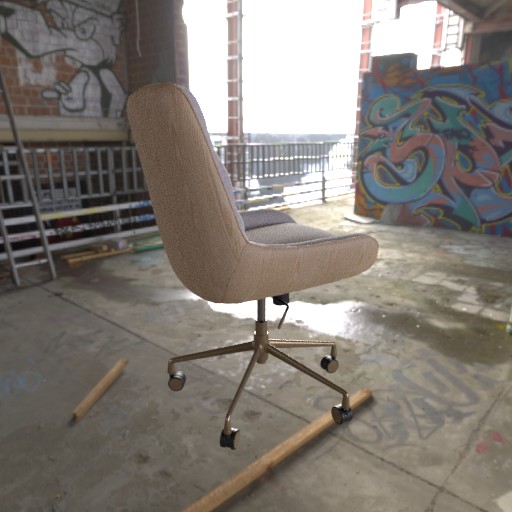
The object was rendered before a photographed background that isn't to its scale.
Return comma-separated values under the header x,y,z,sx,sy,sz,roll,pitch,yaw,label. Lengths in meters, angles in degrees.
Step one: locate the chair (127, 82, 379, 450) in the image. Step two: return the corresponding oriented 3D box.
x,y,z,sx,sy,sz,roll,pitch,yaw,label
0.000,0.000,1.356,0.668,0.952,0.564,-8,17,-27,chair
